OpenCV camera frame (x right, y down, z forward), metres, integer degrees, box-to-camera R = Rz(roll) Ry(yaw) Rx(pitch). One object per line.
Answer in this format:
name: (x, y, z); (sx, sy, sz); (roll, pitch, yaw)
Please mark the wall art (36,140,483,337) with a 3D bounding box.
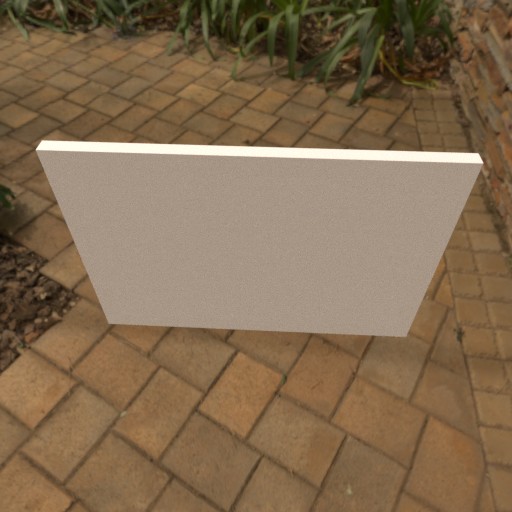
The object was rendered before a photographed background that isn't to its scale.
wall art: (0.000, 0.000, 1.638); (1.308, 0.902, 0.051); (2, 47, 2)
